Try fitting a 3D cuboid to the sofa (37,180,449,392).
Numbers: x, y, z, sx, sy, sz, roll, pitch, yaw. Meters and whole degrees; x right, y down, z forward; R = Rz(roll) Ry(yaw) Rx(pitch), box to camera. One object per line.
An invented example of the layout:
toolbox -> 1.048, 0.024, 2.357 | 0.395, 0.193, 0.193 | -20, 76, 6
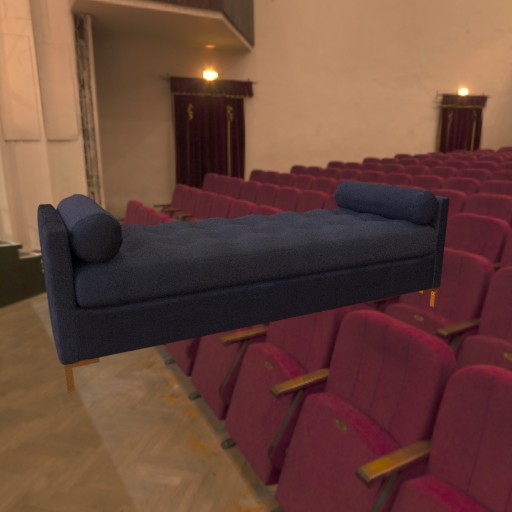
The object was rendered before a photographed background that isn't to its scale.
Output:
sofa -> 0.000, 0.000, 2.431 | 2.102, 0.705, 0.796 | -7, 16, -26
